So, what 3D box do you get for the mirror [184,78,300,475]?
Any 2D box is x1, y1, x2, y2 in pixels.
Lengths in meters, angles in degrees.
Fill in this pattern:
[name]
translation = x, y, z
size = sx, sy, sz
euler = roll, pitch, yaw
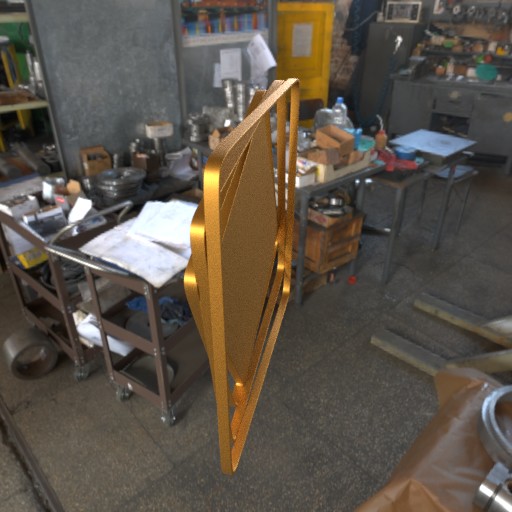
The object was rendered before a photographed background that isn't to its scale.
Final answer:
[mirror]
translation = 0.000, 0.000, 0.694
size = 0.045, 0.468, 0.470
euler = 7, 32, 12
